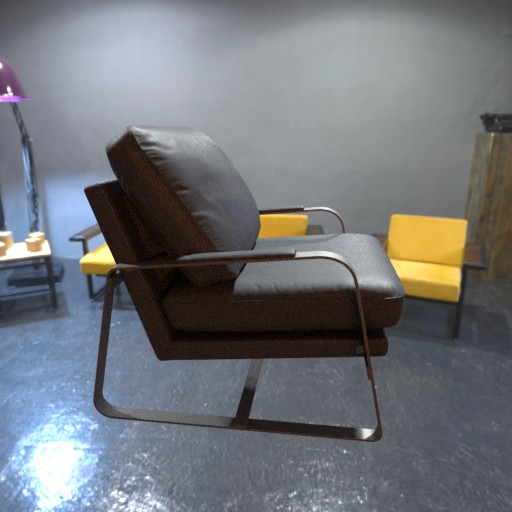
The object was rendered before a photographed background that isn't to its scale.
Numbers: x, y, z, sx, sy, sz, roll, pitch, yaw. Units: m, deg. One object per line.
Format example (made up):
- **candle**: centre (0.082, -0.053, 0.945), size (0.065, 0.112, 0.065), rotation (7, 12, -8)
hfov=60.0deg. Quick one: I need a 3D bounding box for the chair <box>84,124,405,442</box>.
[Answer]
- **chair**: centre (0.000, 0.000, 1.478), size (0.878, 0.839, 0.692), rotation (2, 17, 7)
